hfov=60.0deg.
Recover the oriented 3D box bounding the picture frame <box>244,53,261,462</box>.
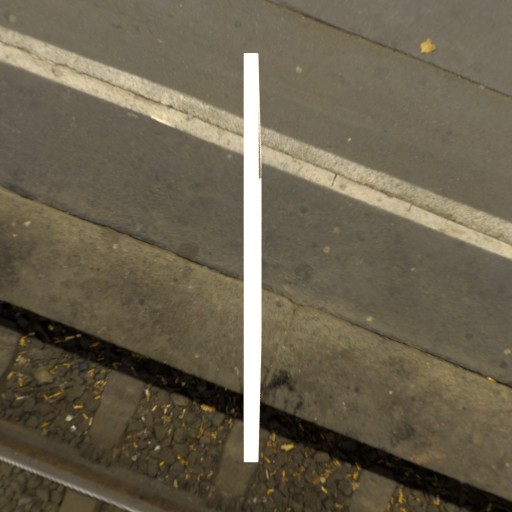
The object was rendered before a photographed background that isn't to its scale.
[{"bbox_3d":[0.000,0.000,0.583,0.011,0.459,0.326,0,91,1],"label":"picture frame"}]
